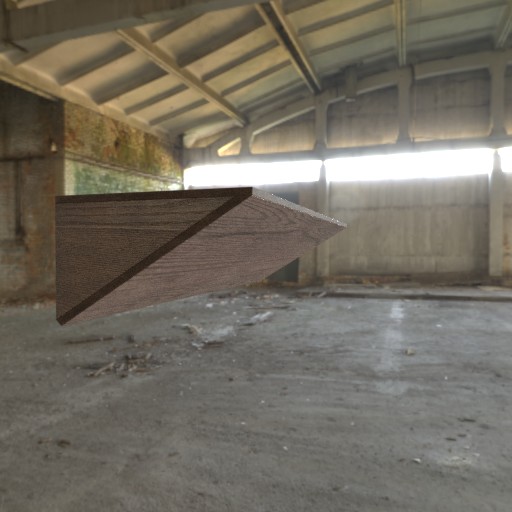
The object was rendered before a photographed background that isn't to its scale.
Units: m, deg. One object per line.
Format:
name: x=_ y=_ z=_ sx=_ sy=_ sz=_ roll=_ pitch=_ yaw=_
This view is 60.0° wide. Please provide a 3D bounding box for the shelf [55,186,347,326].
shelf: x=0.000 y=0.000 z=0.682 sx=0.200 sy=0.125 sz=0.610 roll=0 pitch=1 yaw=19
